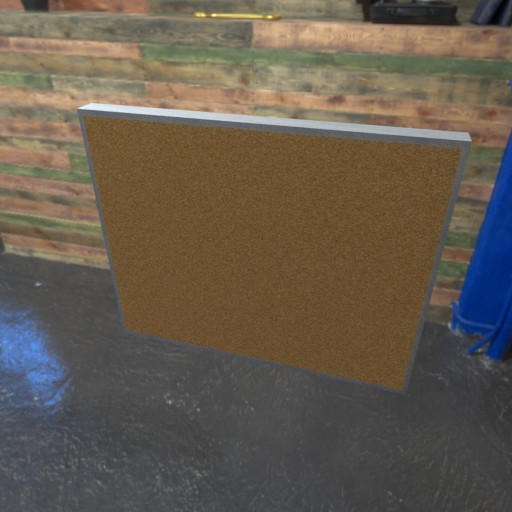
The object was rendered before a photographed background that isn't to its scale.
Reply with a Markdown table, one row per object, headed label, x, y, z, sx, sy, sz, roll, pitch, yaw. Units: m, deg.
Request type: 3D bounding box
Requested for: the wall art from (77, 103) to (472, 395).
| label | x | y | z | sx | sy | sz | roll | pitch | yaw |
| --- | --- | --- | --- | --- | --- | --- | --- | --- | --- |
| wall art | 0.000 | 0.000 | 0.740 | 0.557 | 0.450 | 0.037 | 9 | 33 | 14 |
